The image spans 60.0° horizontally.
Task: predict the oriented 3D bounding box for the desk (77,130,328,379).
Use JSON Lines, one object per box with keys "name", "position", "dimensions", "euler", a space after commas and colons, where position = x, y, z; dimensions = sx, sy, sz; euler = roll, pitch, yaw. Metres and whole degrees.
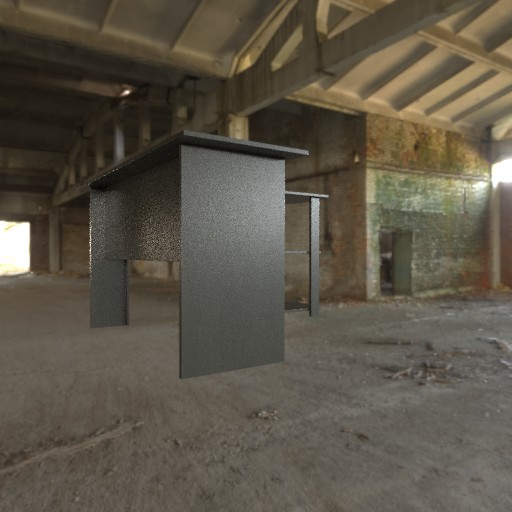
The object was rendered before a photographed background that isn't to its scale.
{"name": "desk", "position": [0.000, 0.000, 2.142], "dimensions": [1.361, 0.716, 1.303], "euler": [0, 1, -34]}
